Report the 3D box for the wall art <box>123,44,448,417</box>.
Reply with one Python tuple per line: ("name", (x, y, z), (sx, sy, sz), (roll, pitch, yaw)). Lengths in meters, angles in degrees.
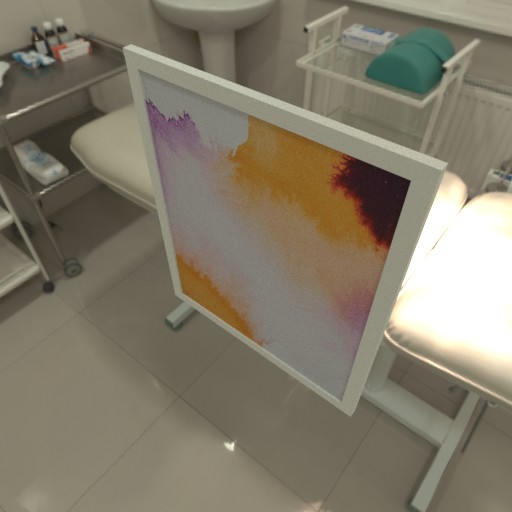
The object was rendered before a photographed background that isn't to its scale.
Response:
("wall art", (0.000, 0.000, 0.597), (0.382, 0.456, 0.013), (30, 54, 25))
